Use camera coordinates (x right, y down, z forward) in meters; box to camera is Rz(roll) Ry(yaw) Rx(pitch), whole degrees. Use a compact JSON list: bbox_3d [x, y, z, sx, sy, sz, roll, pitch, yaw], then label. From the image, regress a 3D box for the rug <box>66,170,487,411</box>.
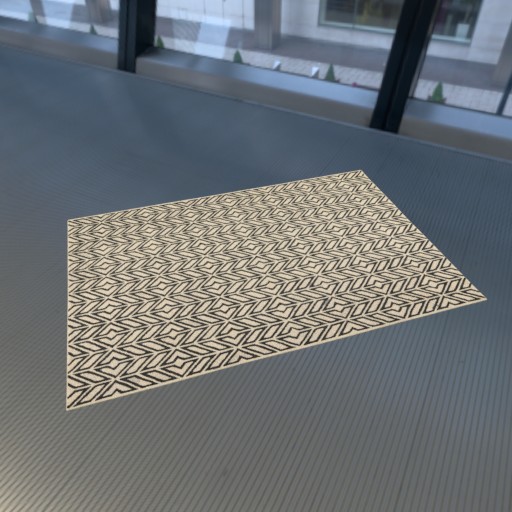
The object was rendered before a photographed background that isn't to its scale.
[{"bbox_3d":[0.000,0.000,2.253,1.828,0.007,1.220,-12,42,-13],"label":"rug"}]
